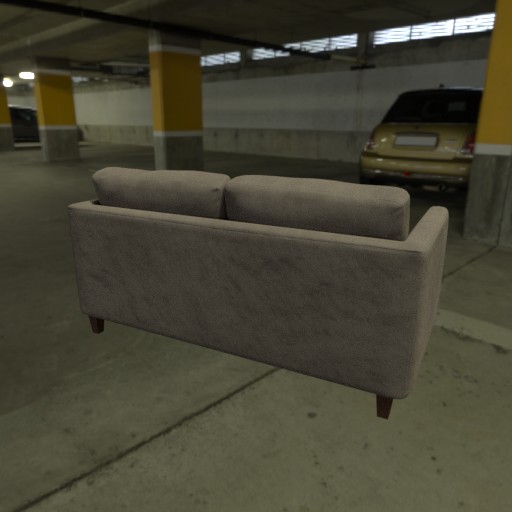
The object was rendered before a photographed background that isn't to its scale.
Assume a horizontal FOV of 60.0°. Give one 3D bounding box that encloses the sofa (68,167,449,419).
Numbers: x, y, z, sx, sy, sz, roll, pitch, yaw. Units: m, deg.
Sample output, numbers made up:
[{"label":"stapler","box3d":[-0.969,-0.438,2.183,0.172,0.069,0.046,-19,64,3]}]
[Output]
[{"label":"sofa","box3d":[0.000,0.000,2.472,1.884,0.963,0.950,9,19,26]}]
